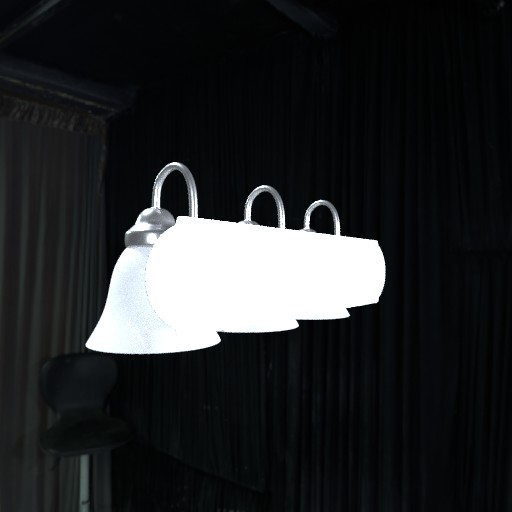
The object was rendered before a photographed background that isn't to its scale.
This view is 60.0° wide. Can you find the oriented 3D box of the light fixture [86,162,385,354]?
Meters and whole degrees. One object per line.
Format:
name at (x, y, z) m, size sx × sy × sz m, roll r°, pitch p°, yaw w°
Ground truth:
light fixture at (0.000, 0.000, 0.709) m, size 0.199 × 0.222 × 0.610 m, roll -1°, pitch -2°, yaw 36°
